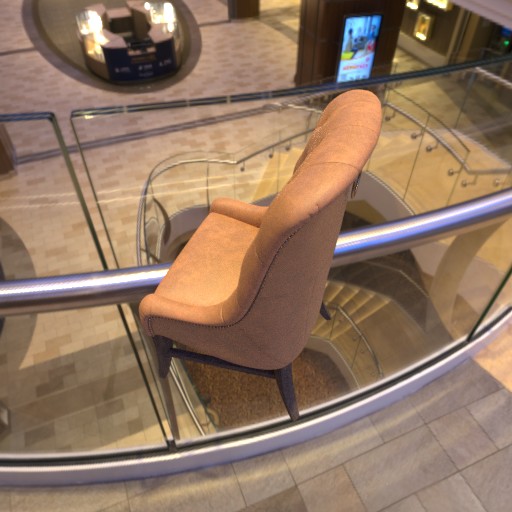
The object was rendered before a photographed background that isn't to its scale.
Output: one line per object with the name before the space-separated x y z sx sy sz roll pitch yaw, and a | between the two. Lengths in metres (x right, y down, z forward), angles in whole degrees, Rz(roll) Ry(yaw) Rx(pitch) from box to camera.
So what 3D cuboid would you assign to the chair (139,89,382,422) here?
chair | 0.000 0.000 1.517 0.629 1.091 0.634 16 48 14
